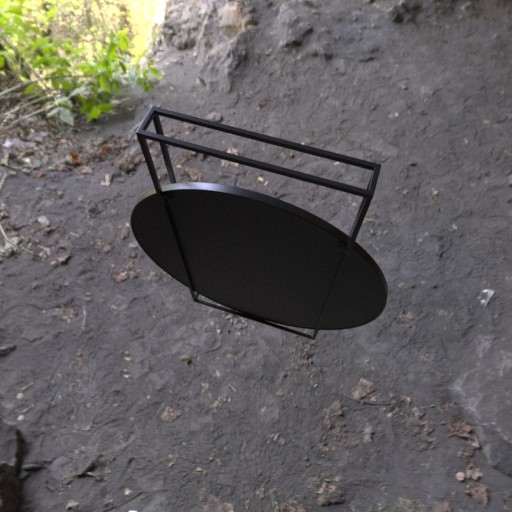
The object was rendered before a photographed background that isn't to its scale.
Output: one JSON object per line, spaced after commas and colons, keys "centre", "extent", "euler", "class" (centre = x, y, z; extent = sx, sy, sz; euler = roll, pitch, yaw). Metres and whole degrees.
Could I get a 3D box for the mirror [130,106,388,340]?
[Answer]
{"centre": [0.000, 0.000, 0.835], "extent": [0.508, 0.603, 0.051], "euler": [17, 64, 8], "class": "mirror"}
